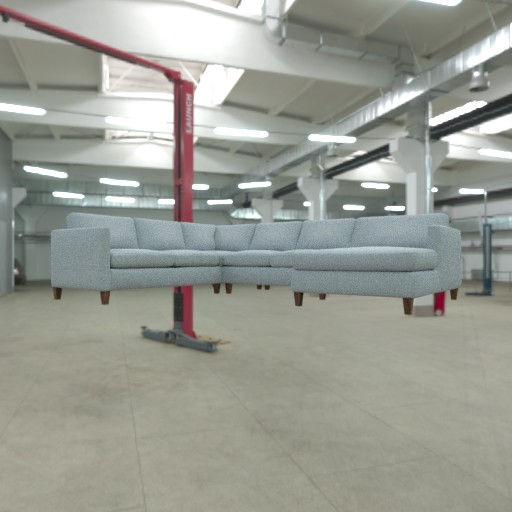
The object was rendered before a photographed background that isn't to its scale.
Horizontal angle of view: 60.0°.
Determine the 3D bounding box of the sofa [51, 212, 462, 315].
[{"bbox_3d":[0.000,0.000,4.510,3.403,0.889,2.551,0,0,37],"label":"sofa"}]
